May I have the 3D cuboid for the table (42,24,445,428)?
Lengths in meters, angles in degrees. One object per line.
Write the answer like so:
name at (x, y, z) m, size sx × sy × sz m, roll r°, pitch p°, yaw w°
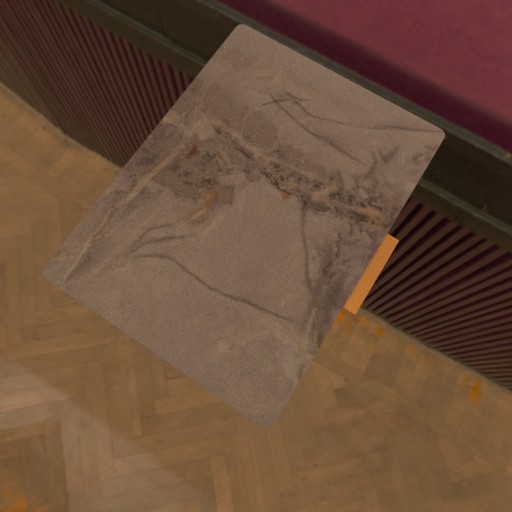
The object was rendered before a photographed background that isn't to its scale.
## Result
table at (0.000, 0.000, 0.909) m, size 0.400 × 0.570 × 0.500 m, roll 32°, pitch 77°, yaw 8°
